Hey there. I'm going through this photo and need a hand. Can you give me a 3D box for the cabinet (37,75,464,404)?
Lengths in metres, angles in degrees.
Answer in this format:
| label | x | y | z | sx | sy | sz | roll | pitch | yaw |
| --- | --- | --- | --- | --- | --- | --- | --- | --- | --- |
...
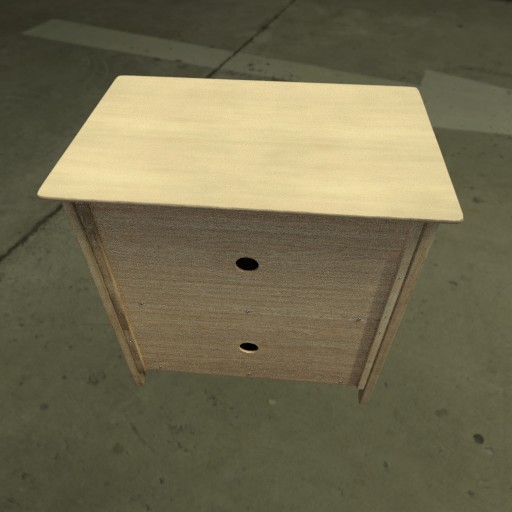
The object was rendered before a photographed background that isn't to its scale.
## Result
| label | x | y | z | sx | sy | sz | roll | pitch | yaw |
| --- | --- | --- | --- | --- | --- | --- | --- | --- | --- |
| cabinet | 0.000 | 0.000 | 1.225 | 0.763 | 0.762 | 0.503 | 4 | 46 | 4 |
